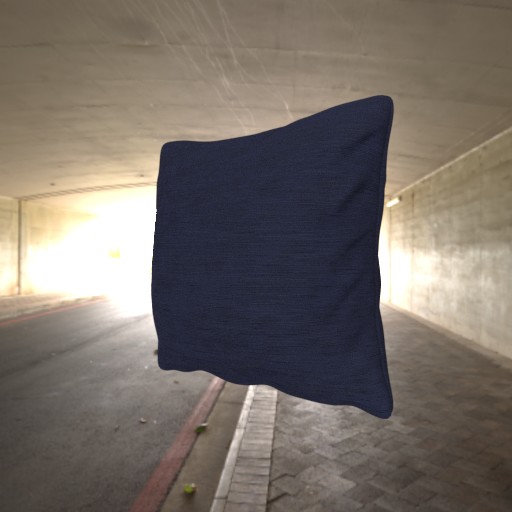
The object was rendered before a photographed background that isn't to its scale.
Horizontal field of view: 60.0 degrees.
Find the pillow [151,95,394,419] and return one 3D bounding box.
[{"bbox_3d":[0.000,0.000,0.687,0.432,0.414,0.246,0,0,37],"label":"pillow"}]
